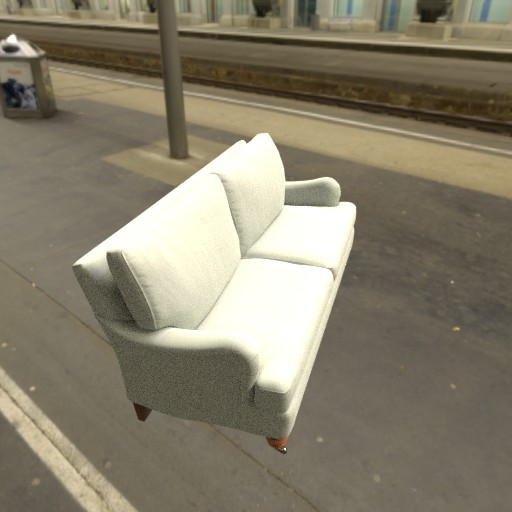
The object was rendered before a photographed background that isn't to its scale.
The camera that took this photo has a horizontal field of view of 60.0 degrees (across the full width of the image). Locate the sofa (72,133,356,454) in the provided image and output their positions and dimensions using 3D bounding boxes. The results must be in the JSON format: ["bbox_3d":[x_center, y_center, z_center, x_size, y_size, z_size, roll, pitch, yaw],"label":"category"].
[{"bbox_3d":[0.000,0.000,2.938,1.069,1.096,2.193,10,32,16],"label":"sofa"}]
